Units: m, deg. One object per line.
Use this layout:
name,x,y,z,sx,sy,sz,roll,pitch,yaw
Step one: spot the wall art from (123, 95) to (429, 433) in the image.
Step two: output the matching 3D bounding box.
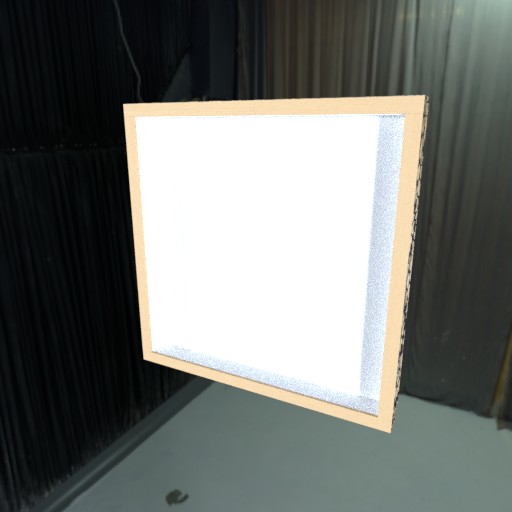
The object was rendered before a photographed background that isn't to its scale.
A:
wall art,0.000,0.000,0.612,0.405,0.405,0.038,8,18,26
